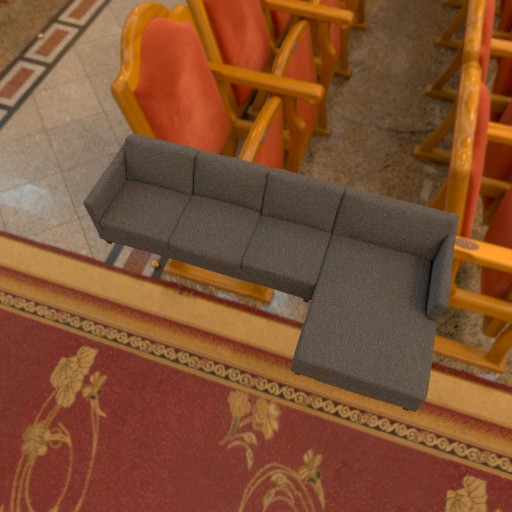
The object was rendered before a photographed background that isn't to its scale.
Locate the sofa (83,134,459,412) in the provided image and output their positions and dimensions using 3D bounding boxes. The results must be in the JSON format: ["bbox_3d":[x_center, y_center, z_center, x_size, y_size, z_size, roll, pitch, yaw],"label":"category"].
[{"bbox_3d":[0.000,0.000,3.903,3.186,0.846,1.625,16,59,10],"label":"sofa"}]
